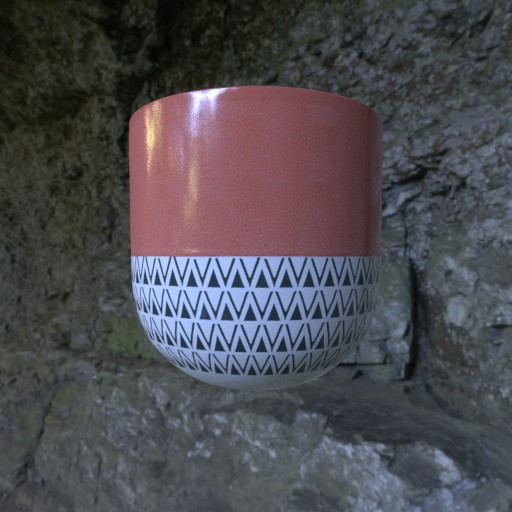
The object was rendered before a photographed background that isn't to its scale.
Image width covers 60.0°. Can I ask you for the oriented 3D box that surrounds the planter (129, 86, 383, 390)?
[{"bbox_3d":[0.000,0.000,0.483,0.266,0.270,0.266,0,0,0],"label":"planter"}]
